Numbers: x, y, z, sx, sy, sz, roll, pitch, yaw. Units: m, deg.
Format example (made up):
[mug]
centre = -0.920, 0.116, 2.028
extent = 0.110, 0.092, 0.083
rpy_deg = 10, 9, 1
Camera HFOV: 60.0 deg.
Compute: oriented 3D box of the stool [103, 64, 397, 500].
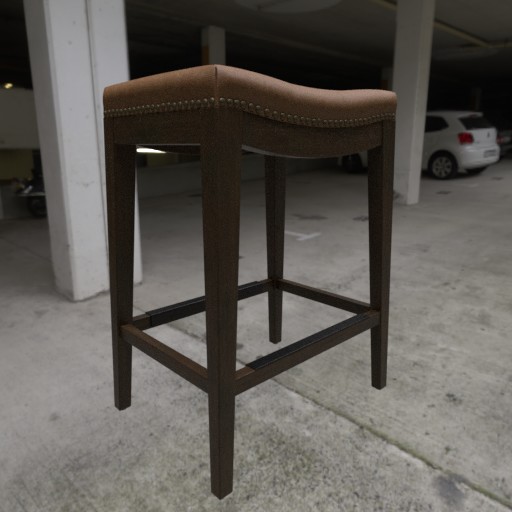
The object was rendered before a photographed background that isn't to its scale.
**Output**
[stool]
centre = 0.000, 0.000, 0.918
extent = 0.500, 0.660, 0.361
rpy_deg = -13, 19, -42
